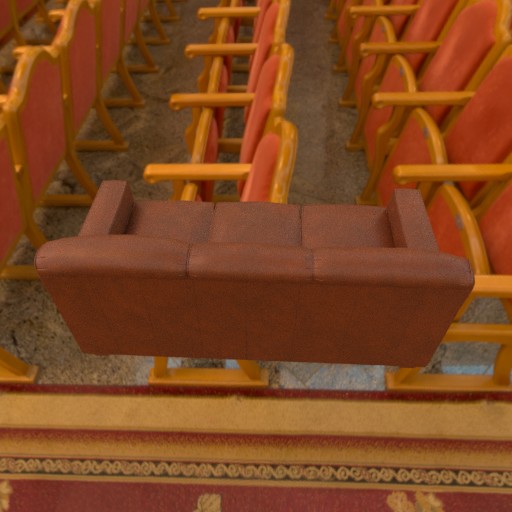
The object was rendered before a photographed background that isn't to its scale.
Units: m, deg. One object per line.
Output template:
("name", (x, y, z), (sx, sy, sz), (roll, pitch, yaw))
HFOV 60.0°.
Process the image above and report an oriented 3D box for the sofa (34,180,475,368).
("sofa", (0.000, 0.000, 2.612), (2.039, 0.953, 1.008), (2, 48, 2))
